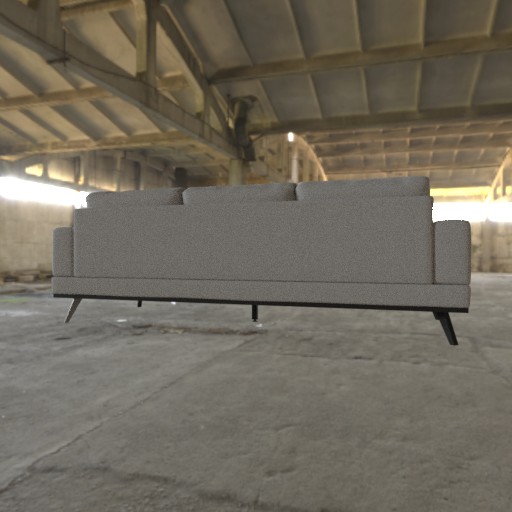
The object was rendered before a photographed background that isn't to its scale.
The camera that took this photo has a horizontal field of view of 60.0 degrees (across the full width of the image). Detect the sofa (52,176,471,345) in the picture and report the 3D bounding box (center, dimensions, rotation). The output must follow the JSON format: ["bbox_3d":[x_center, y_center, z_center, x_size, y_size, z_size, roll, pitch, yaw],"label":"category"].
[{"bbox_3d":[0.000,0.000,2.755,2.310,0.810,0.920,0,0,18],"label":"sofa"}]
